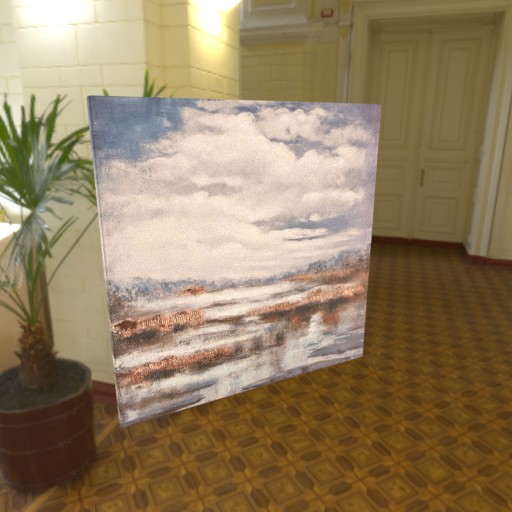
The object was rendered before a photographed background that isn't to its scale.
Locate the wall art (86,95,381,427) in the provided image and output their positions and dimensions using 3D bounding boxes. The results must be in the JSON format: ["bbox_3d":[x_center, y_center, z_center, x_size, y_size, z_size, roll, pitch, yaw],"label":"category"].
[{"bbox_3d":[0.000,0.000,1.541,1.010,1.020,0.040,-8,18,-27],"label":"wall art"}]
